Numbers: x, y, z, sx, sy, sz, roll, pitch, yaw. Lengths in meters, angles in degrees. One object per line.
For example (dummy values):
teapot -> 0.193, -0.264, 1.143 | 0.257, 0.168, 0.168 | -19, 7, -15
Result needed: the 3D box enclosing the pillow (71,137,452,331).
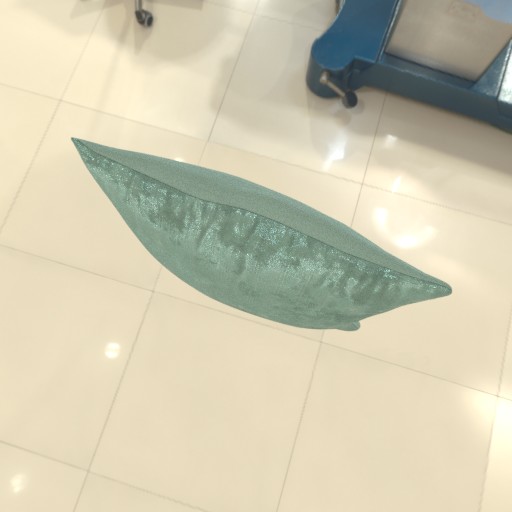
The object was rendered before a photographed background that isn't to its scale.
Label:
pillow -> 0.000, 0.000, 0.721 | 0.470, 0.464, 0.175 | 23, 77, 6
